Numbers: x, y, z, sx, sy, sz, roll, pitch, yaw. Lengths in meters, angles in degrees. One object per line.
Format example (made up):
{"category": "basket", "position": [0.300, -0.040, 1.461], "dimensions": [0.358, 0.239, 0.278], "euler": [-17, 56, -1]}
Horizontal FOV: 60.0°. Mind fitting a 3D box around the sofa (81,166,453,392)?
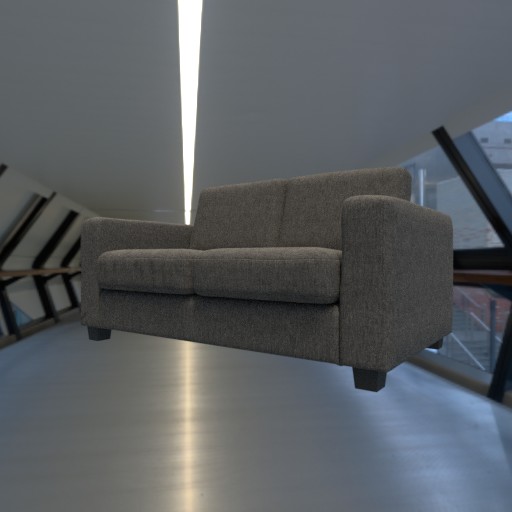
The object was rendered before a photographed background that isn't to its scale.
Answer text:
{"category": "sofa", "position": [0.000, 0.000, 2.020], "dimensions": [1.520, 0.800, 0.900], "euler": [0, 0, 36]}
